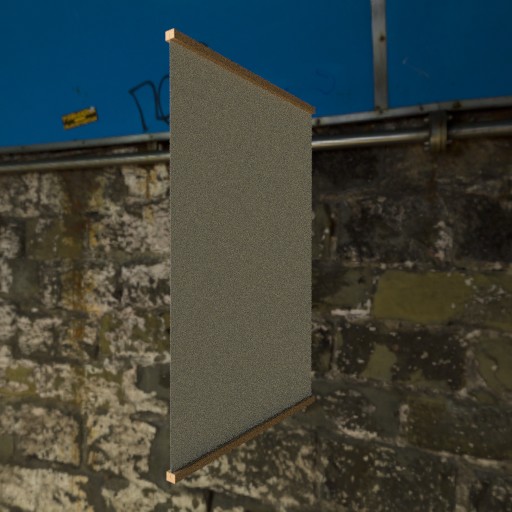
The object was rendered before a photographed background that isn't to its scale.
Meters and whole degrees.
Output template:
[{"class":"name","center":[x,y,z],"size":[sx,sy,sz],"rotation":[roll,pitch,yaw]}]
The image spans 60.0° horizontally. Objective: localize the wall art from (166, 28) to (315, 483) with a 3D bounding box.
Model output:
[{"class":"wall art","center":[0.000,0.000,1.274],"size":[0.027,1.020,0.669],"rotation":[0,1,35]}]
